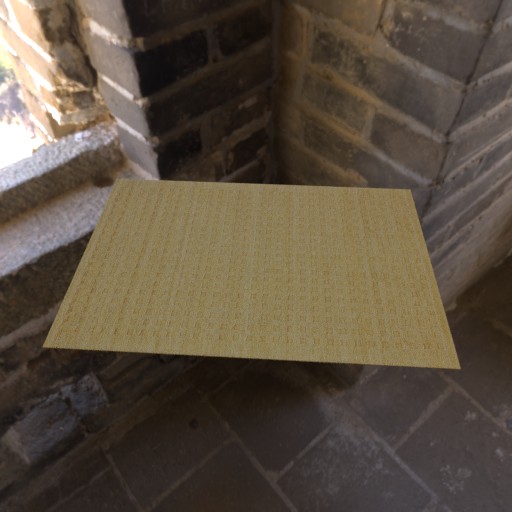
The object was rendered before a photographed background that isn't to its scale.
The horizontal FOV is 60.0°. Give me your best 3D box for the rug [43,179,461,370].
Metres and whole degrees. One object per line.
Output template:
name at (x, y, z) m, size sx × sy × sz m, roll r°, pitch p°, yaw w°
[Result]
rug at (0.000, 0.000, 2.934) m, size 2.286 × 0.006 × 1.524 m, roll 2°, pitch 47°, yaw 2°
